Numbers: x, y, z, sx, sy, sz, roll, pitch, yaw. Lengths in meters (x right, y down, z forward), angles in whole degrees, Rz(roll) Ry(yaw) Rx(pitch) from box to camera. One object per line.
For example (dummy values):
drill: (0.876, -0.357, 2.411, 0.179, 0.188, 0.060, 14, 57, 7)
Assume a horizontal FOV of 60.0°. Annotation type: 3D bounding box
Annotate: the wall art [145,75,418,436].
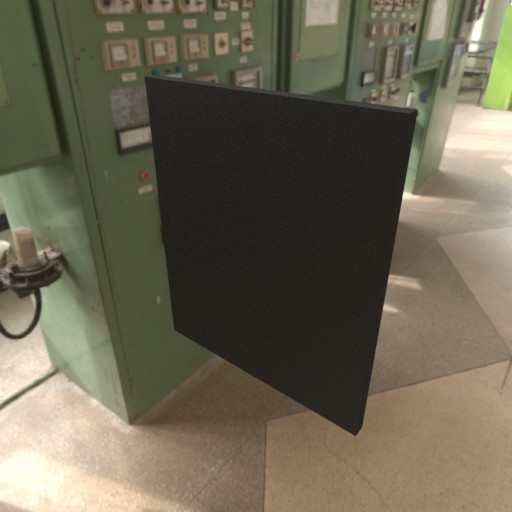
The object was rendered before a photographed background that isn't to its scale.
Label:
wall art: (0.000, 0.000, 0.710, 0.428, 0.505, 0.023, 22, 36, 33)
